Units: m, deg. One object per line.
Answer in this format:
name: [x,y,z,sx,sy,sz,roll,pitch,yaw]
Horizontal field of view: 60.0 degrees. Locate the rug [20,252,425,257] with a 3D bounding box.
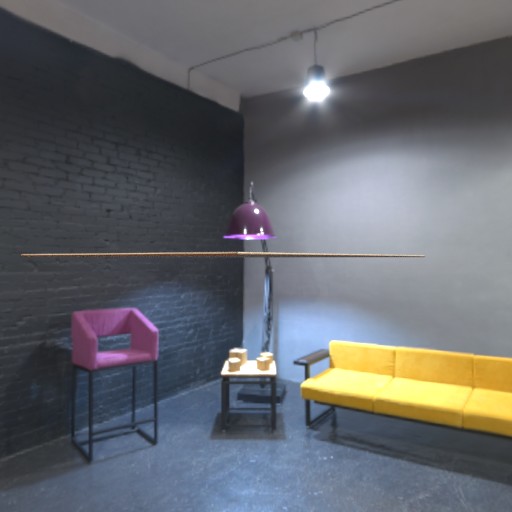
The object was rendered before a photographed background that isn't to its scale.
rug: [0.000,0.000,2.897,1.528,0.014,2.294,0,0,36]
